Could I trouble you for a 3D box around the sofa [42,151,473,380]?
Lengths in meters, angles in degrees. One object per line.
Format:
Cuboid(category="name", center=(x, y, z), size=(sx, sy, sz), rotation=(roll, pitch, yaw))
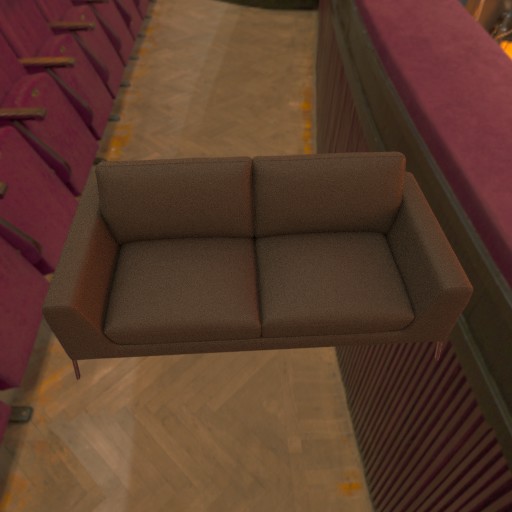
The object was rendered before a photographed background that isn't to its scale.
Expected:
Cuboid(category="sofa", center=(0.000, 0.000, 2.473), size=(2.017, 0.875, 0.953), rotation=(-2, 45, -2))
